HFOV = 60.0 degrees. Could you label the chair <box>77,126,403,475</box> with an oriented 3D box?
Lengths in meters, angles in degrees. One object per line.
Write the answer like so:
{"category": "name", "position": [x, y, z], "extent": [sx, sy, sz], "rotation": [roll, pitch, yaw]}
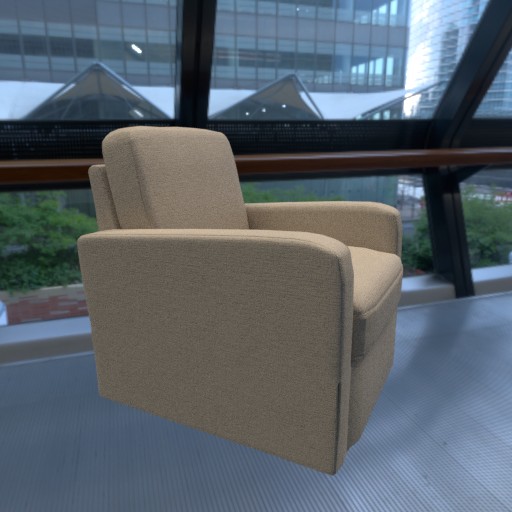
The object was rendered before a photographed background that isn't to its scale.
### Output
{"category": "chair", "position": [0.000, 0.000, 1.460], "extent": [0.888, 0.827, 0.755], "rotation": [7, 16, 26]}
